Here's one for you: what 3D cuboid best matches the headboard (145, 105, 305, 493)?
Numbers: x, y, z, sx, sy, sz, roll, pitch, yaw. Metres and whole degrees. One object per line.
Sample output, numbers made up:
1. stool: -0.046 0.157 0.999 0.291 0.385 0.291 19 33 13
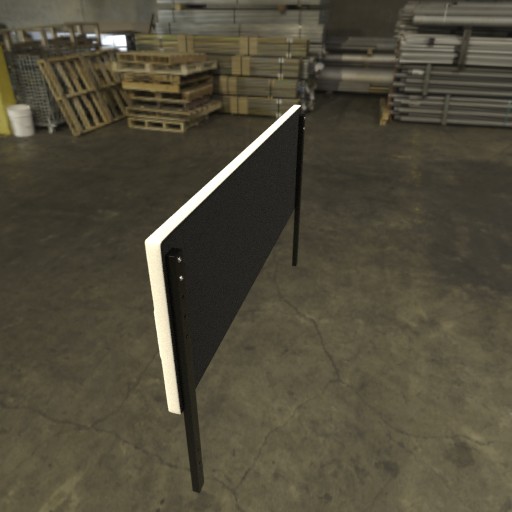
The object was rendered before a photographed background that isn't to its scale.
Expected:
1. headboard: 0.000 0.000 2.806 0.120 1.410 2.362 8 31 14
